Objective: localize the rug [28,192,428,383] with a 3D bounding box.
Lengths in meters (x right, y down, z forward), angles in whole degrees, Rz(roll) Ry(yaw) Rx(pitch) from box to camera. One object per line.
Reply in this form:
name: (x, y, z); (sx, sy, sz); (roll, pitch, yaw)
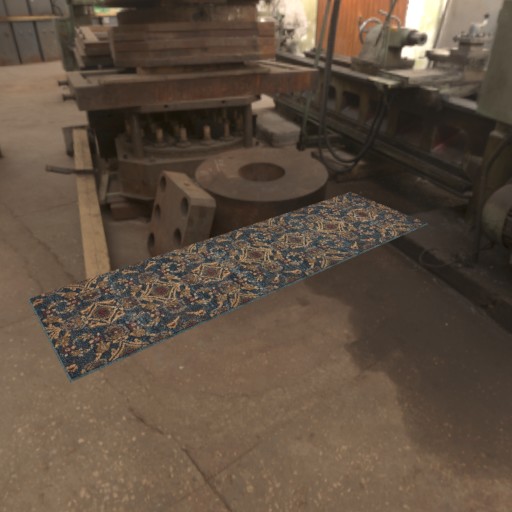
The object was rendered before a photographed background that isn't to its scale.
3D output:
rug: (0.000, 0.000, 2.533); (2.292, 0.014, 0.685); (-21, 36, -31)
